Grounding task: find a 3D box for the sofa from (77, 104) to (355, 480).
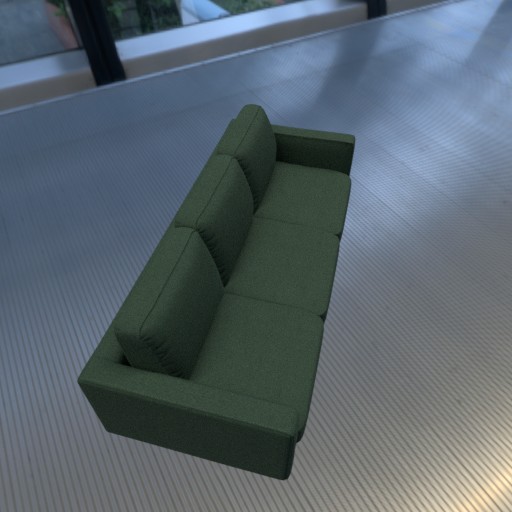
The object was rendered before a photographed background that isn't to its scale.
[{"bbox_3d":[0.000,0.000,2.439,0.879,0.899,2.029,11,47,10],"label":"sofa"}]
